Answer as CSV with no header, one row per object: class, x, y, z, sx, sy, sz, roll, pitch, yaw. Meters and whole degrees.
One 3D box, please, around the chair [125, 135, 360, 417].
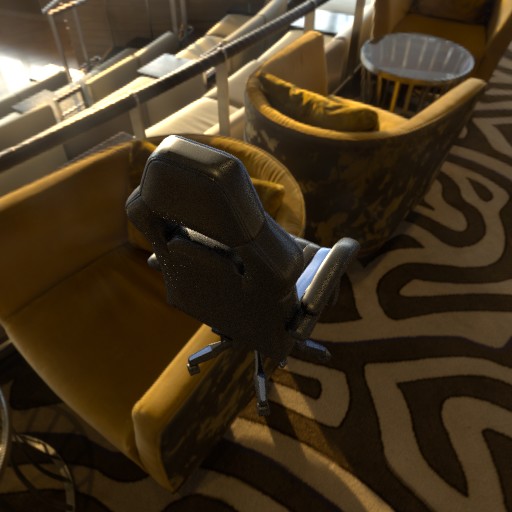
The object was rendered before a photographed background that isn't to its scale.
chair,0.000,0.000,1.717,0.700,1.280,0.700,24,51,21
